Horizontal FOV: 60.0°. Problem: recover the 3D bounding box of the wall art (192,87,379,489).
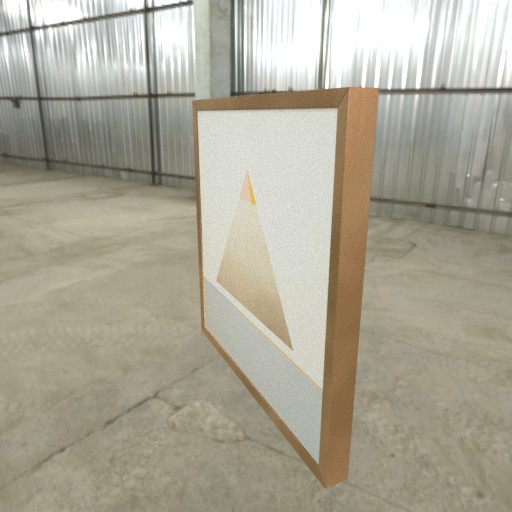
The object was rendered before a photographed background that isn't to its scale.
[{"bbox_3d":[0.000,0.000,0.752,0.038,0.511,0.513,-8,20,-24],"label":"wall art"}]
